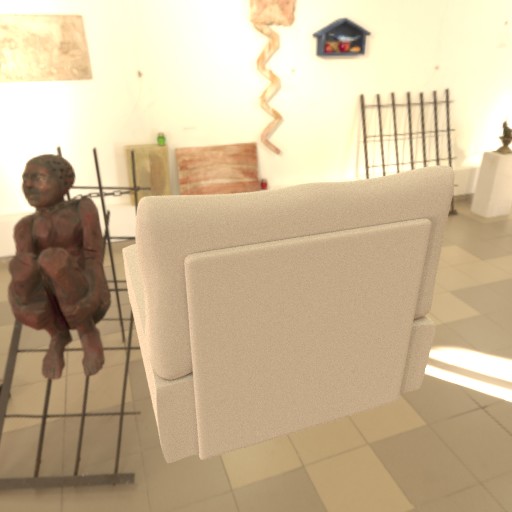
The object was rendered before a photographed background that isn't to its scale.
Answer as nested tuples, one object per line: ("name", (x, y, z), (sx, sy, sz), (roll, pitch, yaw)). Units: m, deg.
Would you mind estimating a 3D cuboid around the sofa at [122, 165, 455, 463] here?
("sofa", (0.000, 0.000, 1.681), (0.935, 0.828, 1.000), (-9, 27, -18))
